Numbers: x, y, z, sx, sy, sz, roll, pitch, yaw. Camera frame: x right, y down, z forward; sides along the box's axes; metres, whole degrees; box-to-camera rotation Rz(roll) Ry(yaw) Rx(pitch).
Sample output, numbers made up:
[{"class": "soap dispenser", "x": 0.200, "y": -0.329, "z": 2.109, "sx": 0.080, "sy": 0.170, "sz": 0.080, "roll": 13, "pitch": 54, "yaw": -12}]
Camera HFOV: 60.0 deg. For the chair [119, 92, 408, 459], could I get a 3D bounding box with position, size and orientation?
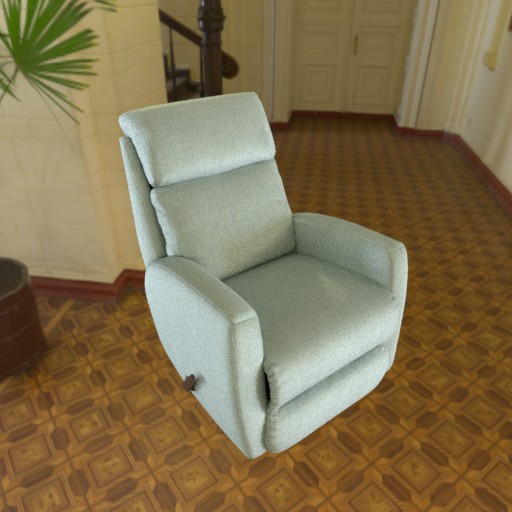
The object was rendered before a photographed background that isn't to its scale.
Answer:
[{"class": "chair", "x": 0.000, "y": 0.000, "z": 1.671, "sx": 0.812, "sy": 1.013, "sz": 0.940, "roll": -21, "pitch": 37, "yaw": -31}]
